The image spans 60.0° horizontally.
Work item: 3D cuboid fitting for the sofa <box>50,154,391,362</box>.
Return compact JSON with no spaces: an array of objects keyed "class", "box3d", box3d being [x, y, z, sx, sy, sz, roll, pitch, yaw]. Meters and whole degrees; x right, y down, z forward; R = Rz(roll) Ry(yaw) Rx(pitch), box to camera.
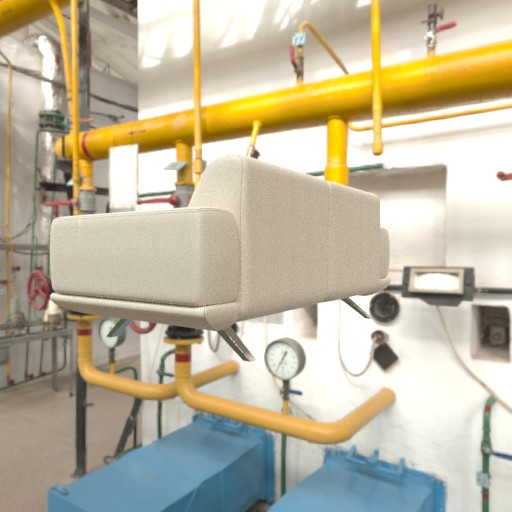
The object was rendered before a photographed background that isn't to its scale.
[{"class":"sofa","box3d":[0.000,0.000,2.424,0.900,0.772,1.901,1,1,35]}]
